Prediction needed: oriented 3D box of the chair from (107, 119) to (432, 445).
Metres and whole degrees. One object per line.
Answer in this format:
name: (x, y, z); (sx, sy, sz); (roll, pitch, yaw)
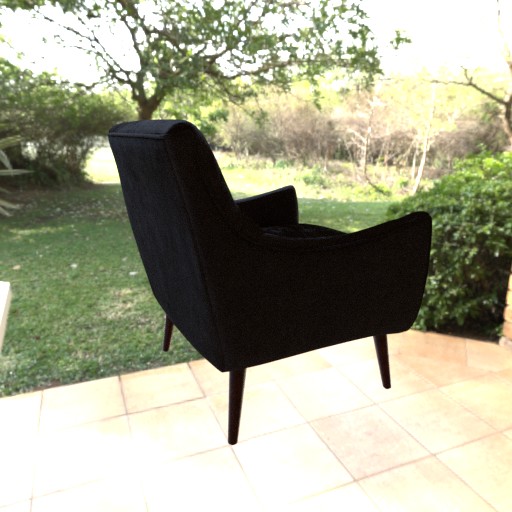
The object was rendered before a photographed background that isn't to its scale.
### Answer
chair: (0.000, 0.000, 1.437); (0.787, 0.838, 0.762); (-8, 18, -27)
